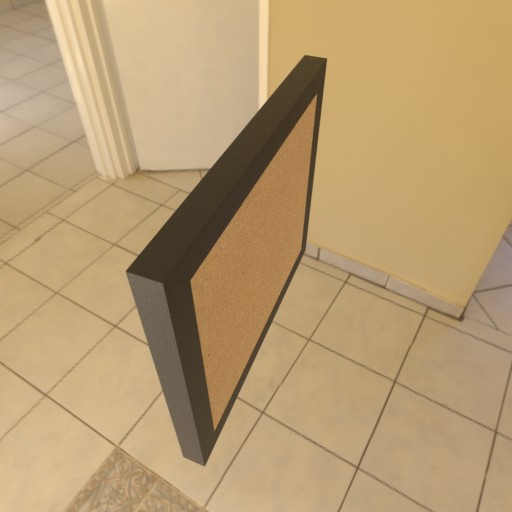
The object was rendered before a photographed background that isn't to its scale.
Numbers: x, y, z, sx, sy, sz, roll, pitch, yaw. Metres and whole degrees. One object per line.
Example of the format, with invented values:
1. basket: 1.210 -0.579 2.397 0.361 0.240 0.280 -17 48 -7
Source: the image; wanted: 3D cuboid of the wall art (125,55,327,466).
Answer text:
1. wall art: 0.000 0.000 0.521 0.028 0.321 0.381 16 48 15
